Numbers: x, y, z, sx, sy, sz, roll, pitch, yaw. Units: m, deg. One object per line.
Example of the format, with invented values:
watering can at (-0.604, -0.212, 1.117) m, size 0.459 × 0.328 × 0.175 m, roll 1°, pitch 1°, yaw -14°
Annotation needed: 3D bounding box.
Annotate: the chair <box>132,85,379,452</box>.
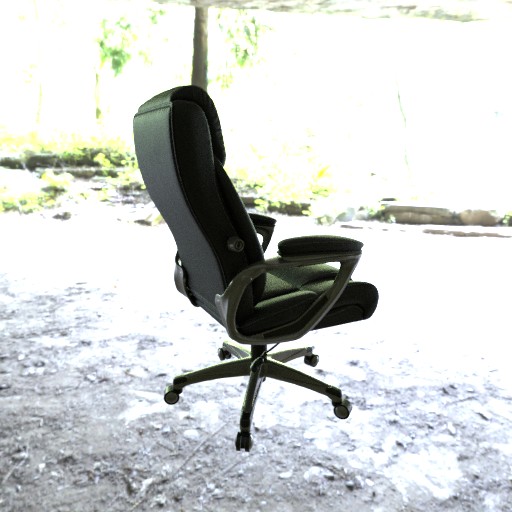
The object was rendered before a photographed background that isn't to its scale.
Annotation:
chair at (0.000, 0.000, 1.699) m, size 0.784 × 1.167 × 0.741 m, roll -7°, pitch 15°, yaw -27°
